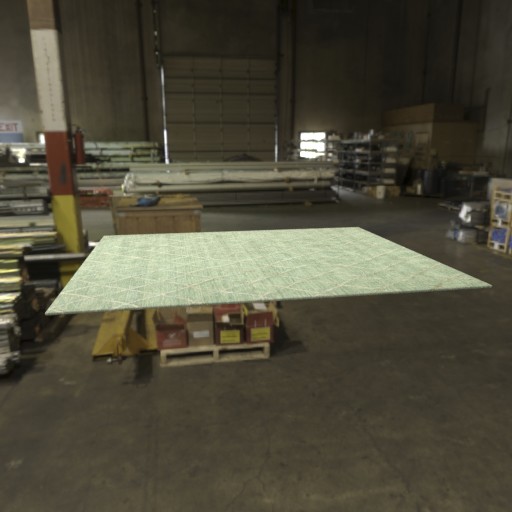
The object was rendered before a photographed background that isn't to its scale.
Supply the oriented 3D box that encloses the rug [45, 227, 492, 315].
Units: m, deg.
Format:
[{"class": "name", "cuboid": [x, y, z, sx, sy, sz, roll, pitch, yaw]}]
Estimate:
[{"class": "rug", "cuboid": [0.000, 0.000, 4.101, 3.039, 0.019, 2.420, -3, 14, -10]}]
